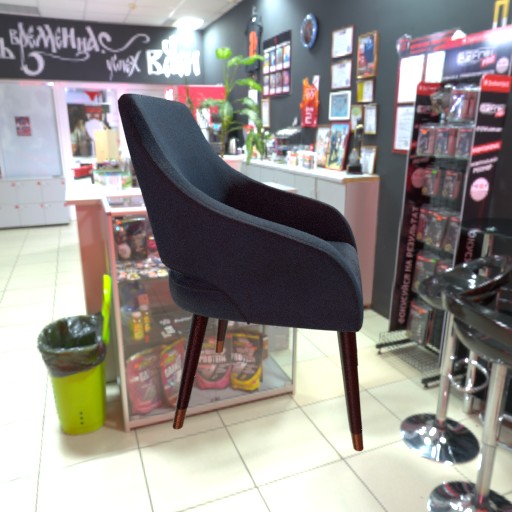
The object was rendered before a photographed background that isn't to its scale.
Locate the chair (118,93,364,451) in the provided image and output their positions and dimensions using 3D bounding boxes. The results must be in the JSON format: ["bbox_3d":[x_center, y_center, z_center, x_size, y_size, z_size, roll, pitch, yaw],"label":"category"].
[{"bbox_3d":[0.000,0.000,1.573,0.794,1.081,0.683,3,17,10],"label":"chair"}]
